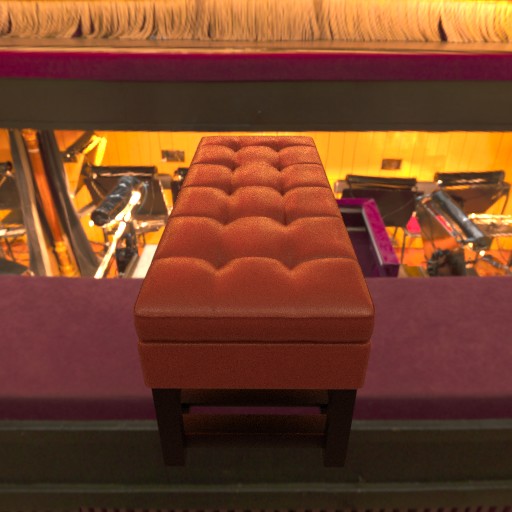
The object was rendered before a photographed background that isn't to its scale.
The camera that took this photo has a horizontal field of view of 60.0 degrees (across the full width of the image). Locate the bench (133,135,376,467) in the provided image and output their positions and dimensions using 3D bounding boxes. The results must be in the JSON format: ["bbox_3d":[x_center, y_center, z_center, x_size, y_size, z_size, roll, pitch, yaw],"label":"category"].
[{"bbox_3d":[0.000,0.000,1.336,0.432,0.460,1.105,0,31,0],"label":"bench"}]
